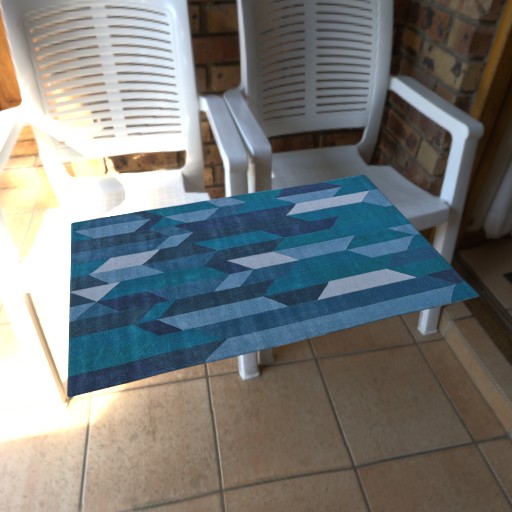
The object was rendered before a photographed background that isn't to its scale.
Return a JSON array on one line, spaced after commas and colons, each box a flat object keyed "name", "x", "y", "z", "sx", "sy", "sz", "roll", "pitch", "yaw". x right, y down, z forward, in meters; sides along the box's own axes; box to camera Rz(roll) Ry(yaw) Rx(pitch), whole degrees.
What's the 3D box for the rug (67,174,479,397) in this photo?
[{"name": "rug", "x": 0.000, "y": 0.000, "z": 3.019, "sx": 2.420, "sy": 0.005, "sz": 1.528, "roll": -11, "pitch": 42, "yaw": -13}]
